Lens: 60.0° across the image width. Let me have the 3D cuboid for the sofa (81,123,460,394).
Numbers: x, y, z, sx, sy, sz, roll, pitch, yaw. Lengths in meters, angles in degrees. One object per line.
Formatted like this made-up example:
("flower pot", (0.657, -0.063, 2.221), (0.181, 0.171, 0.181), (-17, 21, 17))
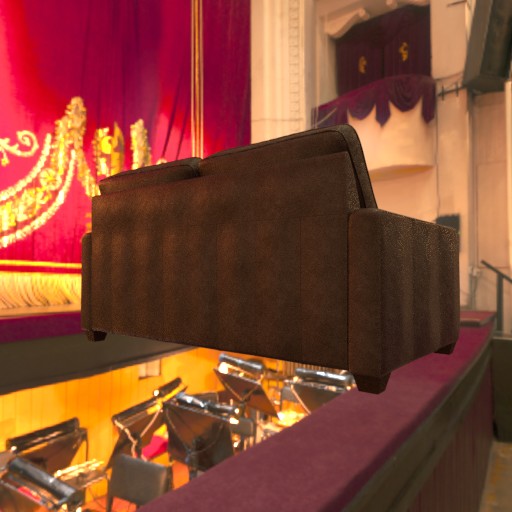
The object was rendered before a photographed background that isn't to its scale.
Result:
("sofa", (0.000, 0.000, 2.253), (1.732, 0.916, 0.939), (-1, -2, 38))
